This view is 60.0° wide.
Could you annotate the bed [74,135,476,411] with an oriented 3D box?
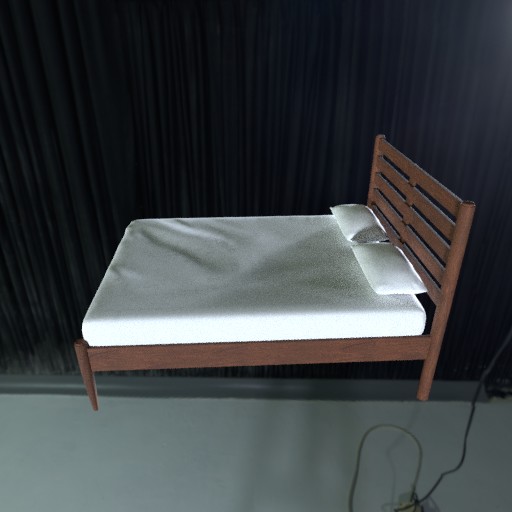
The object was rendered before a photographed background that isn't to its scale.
[{"bbox_3d":[0.000,0.000,3.078,2.093,1.304,1.509,-1,28,-3],"label":"bed"}]
